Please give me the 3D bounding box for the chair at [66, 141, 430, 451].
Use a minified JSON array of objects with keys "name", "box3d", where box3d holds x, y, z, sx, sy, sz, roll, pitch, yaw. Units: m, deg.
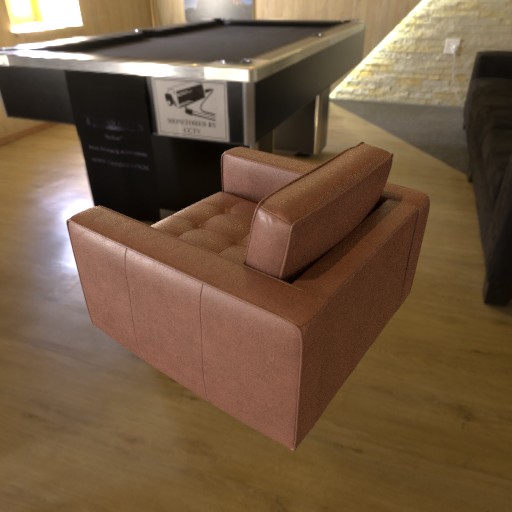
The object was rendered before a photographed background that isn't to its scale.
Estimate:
[{"name":"chair","box3d":[0.000,0.000,1.566,0.900,0.770,0.920,21,38,30]}]
